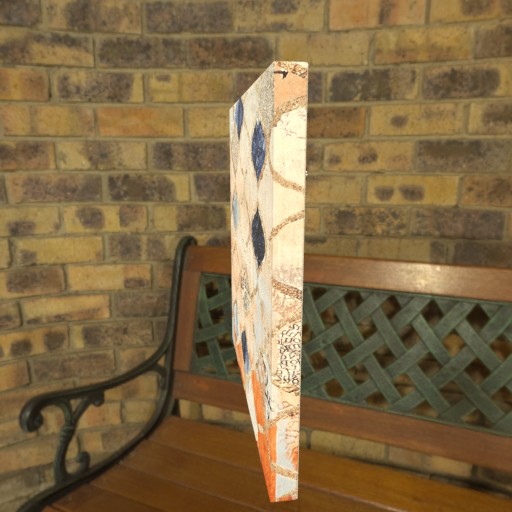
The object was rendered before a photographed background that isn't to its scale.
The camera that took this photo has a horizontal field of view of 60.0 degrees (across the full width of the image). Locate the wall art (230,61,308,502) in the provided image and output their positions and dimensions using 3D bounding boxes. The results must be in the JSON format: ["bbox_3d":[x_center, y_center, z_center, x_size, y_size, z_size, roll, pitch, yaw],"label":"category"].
[{"bbox_3d":[0.000,0.000,0.733,0.038,0.508,0.507,-2,13,-8],"label":"wall art"}]
